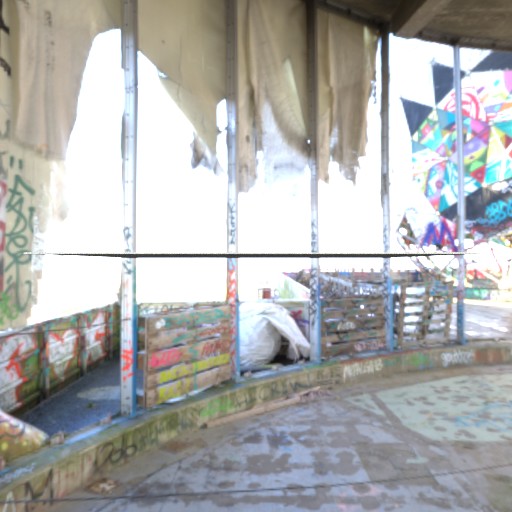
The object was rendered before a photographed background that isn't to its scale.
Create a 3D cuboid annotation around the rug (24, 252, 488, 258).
[{"bbox_3d":[0.000,0.000,4.019,2.980,0.012,2.363,0,-1,0],"label":"rug"}]
